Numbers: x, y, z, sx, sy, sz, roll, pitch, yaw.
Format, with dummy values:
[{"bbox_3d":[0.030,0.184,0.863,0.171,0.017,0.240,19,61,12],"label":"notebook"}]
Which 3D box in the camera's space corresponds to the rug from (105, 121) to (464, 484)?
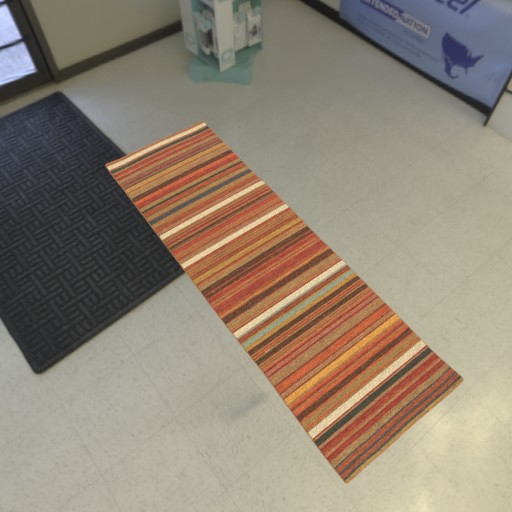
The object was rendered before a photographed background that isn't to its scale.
[{"bbox_3d":[0.000,0.000,2.635,0.799,0.030,2.444,-31,62,-19],"label":"rug"}]
